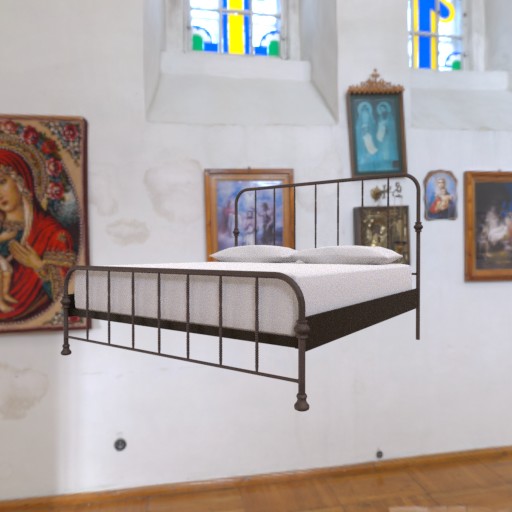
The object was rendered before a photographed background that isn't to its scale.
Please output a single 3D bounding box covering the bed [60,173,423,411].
[{"bbox_3d":[0.000,0.000,3.529,2.044,1.446,2.134,1,1,35],"label":"bed"}]
